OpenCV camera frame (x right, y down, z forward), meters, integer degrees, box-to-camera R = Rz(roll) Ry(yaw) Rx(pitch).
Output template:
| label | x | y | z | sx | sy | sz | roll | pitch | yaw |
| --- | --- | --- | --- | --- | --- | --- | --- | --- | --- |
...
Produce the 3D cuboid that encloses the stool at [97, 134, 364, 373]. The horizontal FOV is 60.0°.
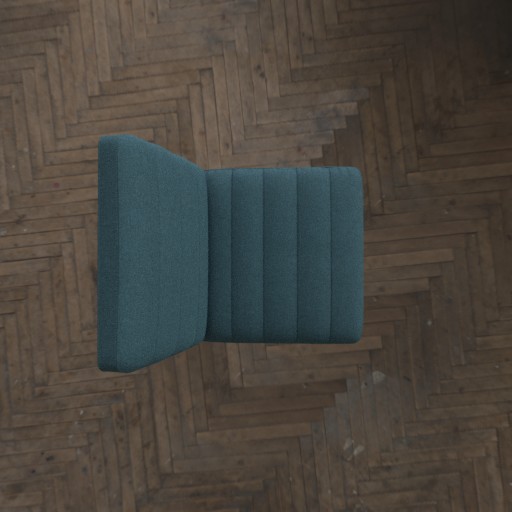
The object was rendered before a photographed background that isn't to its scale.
| label | x | y | z | sx | sy | sz | roll | pitch | yaw |
| --- | --- | --- | --- | --- | --- | --- | --- | --- | --- |
| stool | 0.000 | 0.000 | 1.318 | 0.560 | 1.040 | 0.460 | 0 | 89 | 2 |
